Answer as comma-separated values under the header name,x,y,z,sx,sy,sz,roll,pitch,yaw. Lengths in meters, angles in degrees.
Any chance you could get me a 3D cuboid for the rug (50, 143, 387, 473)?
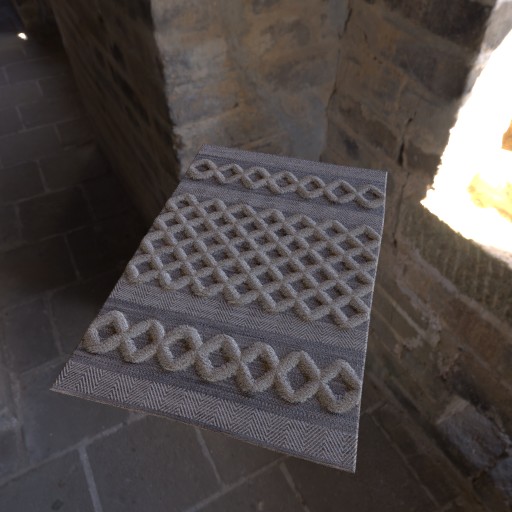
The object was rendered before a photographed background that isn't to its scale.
name,x,y,z,sx,sy,sz,roll,pitch,yaw
rug,0.000,0.000,2.257,1.222,0.030,1.823,11,48,10
